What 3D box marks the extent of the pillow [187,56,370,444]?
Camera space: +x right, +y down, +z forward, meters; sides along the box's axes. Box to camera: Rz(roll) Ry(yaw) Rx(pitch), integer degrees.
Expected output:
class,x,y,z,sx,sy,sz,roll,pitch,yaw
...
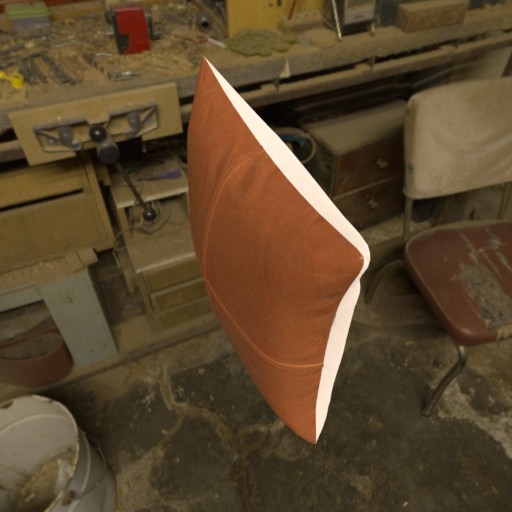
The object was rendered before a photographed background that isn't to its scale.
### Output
class,x,y,z,sx,sy,sz,roll,pitch,yaw
pillow,0.000,0.000,0.749,0.192,0.477,0.501,-17,49,-15
